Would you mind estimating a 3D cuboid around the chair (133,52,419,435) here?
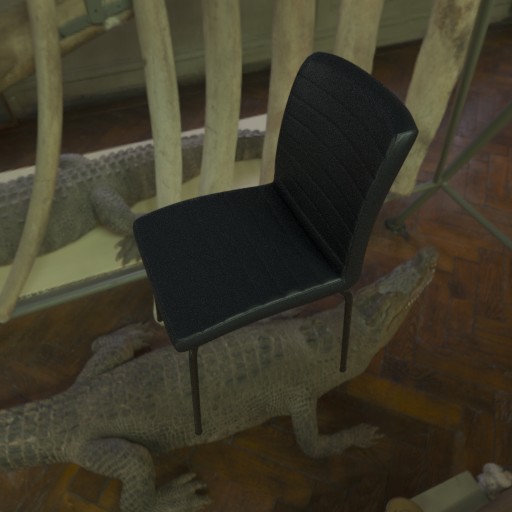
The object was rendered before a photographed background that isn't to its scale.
[{"bbox_3d":[0.000,0.000,1.182,0.572,0.872,0.450,-18,50,-15],"label":"chair"}]
